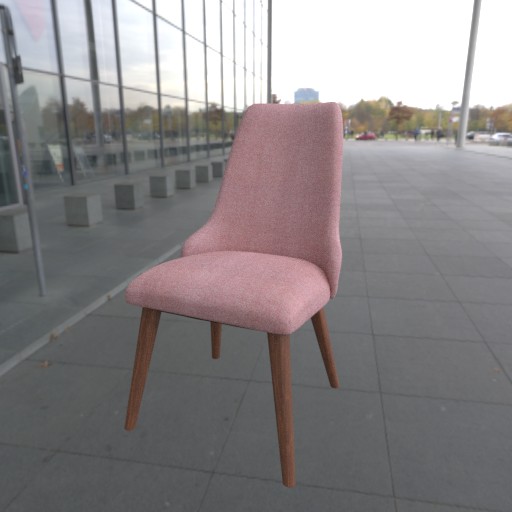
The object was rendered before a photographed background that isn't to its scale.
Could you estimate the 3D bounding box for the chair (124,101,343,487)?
[{"bbox_3d":[0.000,0.000,1.349,0.535,0.918,0.707,8,17,25],"label":"chair"}]
